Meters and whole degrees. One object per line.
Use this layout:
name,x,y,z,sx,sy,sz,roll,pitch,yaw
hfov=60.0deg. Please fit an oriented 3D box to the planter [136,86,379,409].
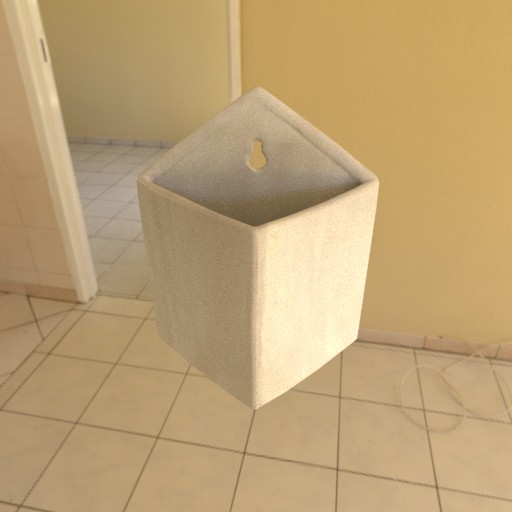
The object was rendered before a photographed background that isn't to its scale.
planter,0.000,0.000,0.284,0.163,0.194,0.080,1,30,1
